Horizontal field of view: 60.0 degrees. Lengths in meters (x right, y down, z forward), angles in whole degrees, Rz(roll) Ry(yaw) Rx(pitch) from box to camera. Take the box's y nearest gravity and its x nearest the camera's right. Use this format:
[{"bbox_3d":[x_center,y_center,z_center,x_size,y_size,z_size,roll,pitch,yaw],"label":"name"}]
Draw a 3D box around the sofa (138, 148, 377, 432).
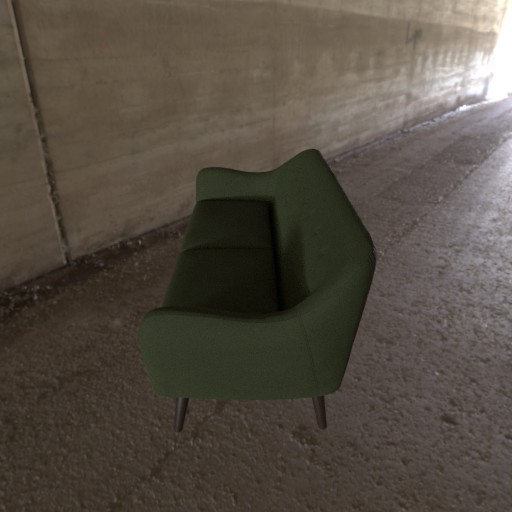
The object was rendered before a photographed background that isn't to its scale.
[{"bbox_3d":[0.000,0.000,2.319,0.820,0.836,1.840,0,26,-1],"label":"sofa"}]
